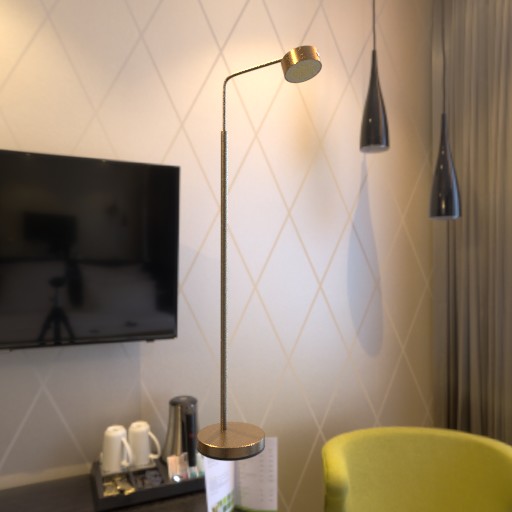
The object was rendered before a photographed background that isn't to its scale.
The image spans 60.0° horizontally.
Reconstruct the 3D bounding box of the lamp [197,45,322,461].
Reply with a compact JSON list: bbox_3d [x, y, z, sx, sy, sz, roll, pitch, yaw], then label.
[{"bbox_3d":[0.000,0.000,1.389,0.418,1.230,0.219,-1,-1,36],"label":"lamp"}]
